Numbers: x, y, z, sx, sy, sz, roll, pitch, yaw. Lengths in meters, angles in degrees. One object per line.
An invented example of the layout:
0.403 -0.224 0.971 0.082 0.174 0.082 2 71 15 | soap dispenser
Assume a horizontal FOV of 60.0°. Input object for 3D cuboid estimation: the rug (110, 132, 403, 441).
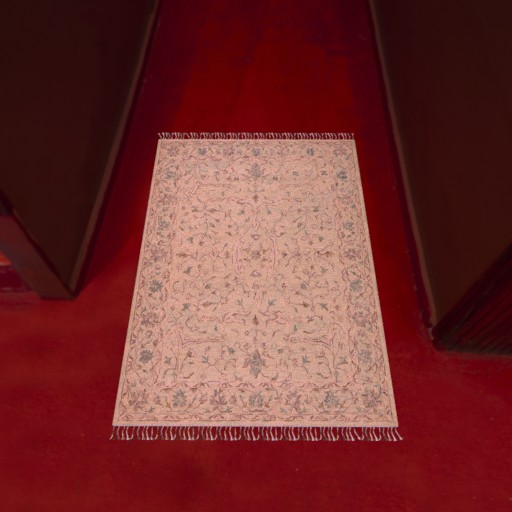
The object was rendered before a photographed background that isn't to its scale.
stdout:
0.000 0.000 2.321 1.247 0.008 1.802 0 59 0 | rug
